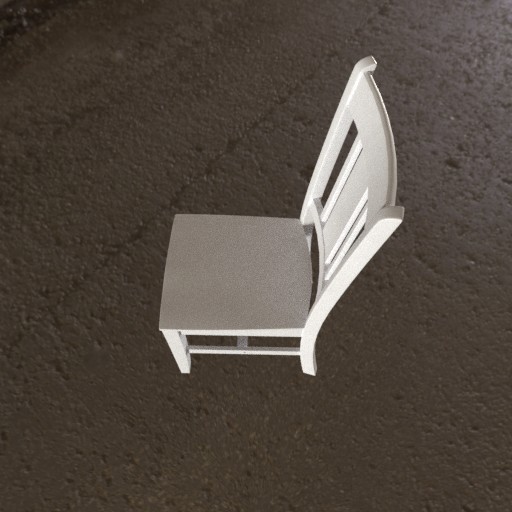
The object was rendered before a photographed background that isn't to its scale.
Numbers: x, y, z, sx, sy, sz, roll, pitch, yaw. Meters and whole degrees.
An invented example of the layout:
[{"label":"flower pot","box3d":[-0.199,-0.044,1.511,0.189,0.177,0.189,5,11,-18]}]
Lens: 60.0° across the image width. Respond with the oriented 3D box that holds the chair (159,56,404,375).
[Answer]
[{"label":"chair","box3d":[0.000,0.000,1.297,0.555,0.998,0.450,1,59,1]}]
